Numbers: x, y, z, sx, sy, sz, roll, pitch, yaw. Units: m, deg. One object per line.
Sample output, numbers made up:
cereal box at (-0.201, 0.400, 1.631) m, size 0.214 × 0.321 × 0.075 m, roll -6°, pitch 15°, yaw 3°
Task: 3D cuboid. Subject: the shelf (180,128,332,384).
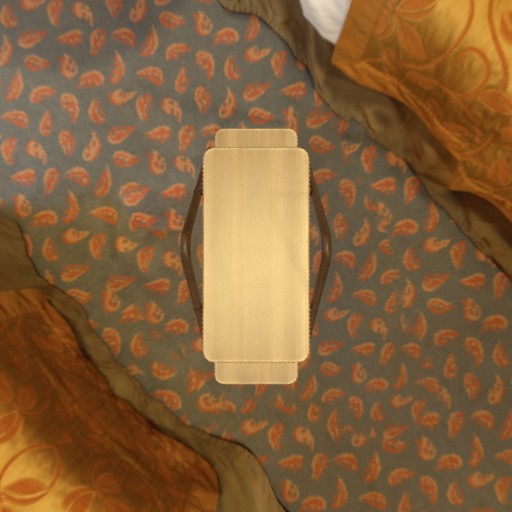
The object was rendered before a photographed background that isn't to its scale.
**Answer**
shelf at (0.000, 0.000, 1.062) m, size 0.234 × 0.774 × 0.609 m, roll 0°, pitch 89°, yaw 0°
